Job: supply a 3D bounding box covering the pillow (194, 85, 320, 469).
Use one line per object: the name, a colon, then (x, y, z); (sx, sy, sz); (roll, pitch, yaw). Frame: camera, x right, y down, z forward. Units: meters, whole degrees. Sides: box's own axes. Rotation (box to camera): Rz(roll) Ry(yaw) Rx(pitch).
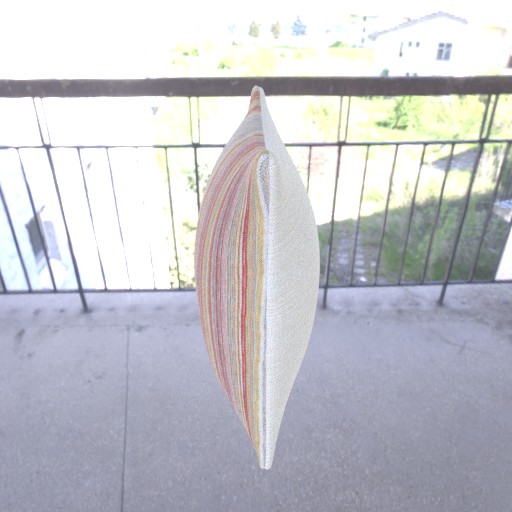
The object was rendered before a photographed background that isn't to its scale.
pillow: (0.000, 0.000, 0.693); (0.191, 0.449, 0.451); (0, 28, -1)
